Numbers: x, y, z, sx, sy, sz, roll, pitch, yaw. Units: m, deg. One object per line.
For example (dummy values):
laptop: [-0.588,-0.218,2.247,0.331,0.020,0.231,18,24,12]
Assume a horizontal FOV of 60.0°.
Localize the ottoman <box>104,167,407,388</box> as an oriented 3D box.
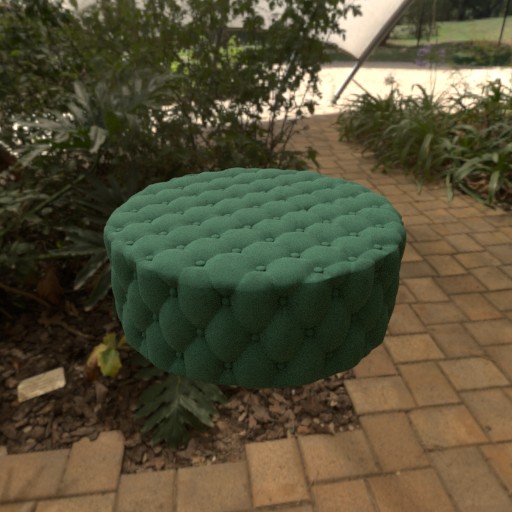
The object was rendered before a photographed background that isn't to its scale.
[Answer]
ottoman: [0.000,0.000,1.575,0.998,0.399,0.998,0,28,0]
